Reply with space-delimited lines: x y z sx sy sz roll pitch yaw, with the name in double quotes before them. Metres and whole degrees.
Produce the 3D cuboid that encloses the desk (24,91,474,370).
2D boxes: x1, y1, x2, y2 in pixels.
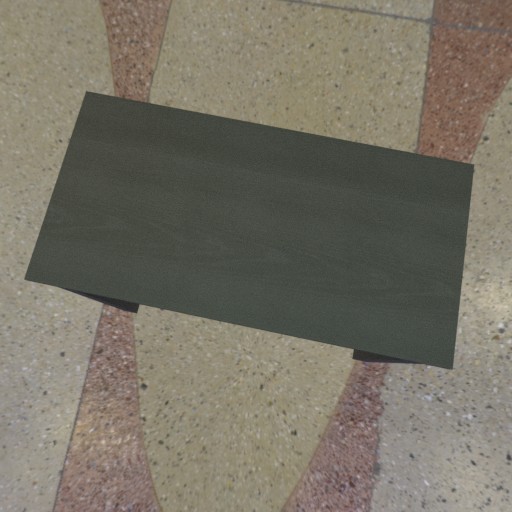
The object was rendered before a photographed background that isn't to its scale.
"desk" 0.000 0.000 1.426 0.991 0.762 0.499 11 77 3
